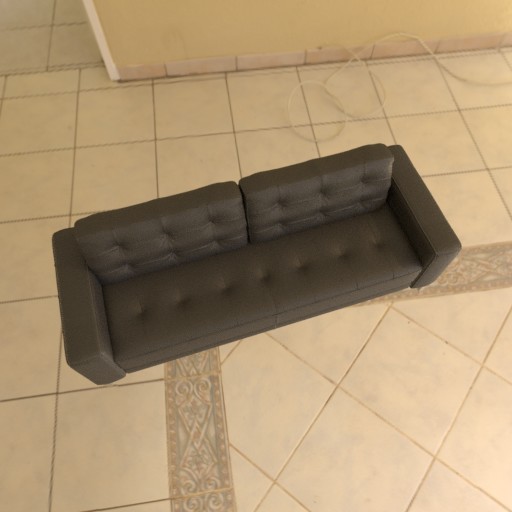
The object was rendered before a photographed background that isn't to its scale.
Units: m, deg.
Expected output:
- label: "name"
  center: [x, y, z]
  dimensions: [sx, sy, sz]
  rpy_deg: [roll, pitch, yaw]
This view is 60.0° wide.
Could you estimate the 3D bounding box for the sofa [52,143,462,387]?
- label: "sofa"
  center: [0.000, 0.000, 2.716]
  dimensions: [2.275, 0.893, 0.833]
  rpy_deg: [-16, 63, -8]
